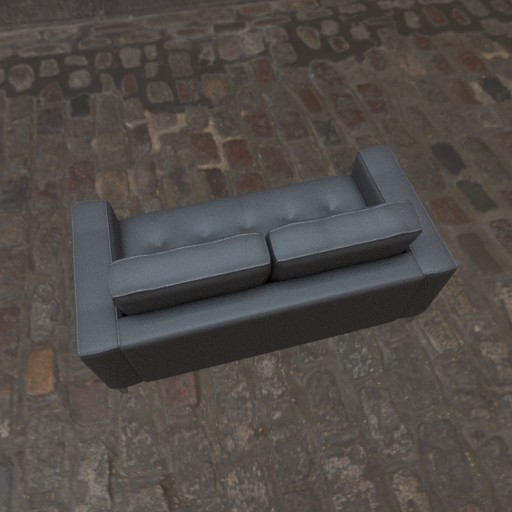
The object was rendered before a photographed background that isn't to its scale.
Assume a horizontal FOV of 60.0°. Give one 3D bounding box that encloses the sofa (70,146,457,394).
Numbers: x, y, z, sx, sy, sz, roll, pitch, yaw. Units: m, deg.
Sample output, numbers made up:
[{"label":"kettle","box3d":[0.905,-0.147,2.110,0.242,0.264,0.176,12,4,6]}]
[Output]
[{"label":"sofa","box3d":[0.000,0.000,2.251,1.726,0.893,0.833,-12,59,-8]}]
